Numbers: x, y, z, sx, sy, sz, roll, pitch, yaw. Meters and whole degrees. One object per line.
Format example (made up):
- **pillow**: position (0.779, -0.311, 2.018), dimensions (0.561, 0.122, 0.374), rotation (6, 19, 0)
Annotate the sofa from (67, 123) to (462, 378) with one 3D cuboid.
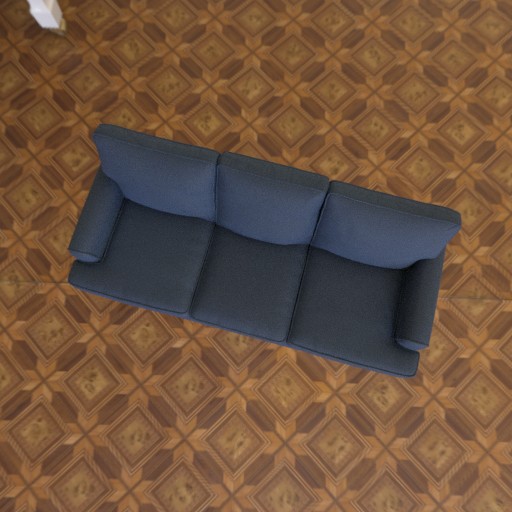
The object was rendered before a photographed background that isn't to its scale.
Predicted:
- **sofa**: position (0.000, 0.000, 2.693), dimensions (2.158, 0.965, 0.951), rotation (15, 76, 4)
